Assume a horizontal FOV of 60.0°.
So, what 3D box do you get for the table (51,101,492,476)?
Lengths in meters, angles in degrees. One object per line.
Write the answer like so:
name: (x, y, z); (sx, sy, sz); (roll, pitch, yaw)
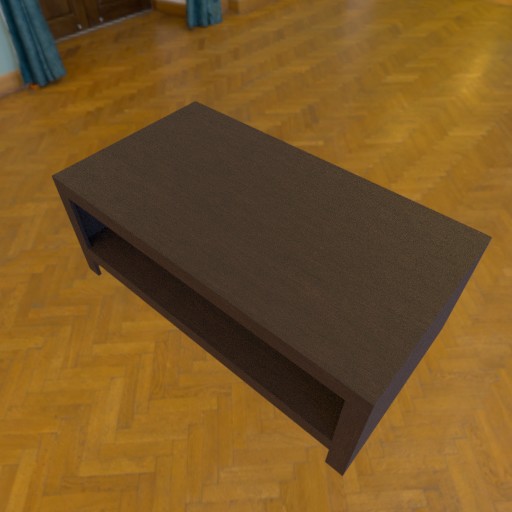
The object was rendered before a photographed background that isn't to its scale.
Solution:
table: (0.000, 0.000, 1.391); (1.099, 0.424, 0.597); (32, 55, 26)
